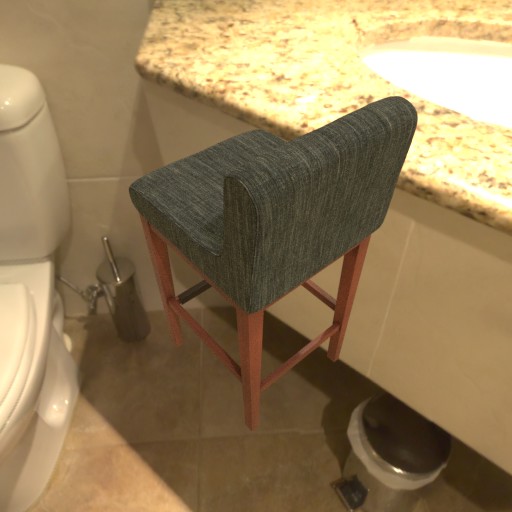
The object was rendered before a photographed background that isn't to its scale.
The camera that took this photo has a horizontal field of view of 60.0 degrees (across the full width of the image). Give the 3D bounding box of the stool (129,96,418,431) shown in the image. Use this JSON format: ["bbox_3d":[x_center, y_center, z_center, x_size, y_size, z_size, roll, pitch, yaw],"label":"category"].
[{"bbox_3d":[0.000,0.000,1.093,0.395,0.835,0.459,-31,52,-28],"label":"stool"}]
